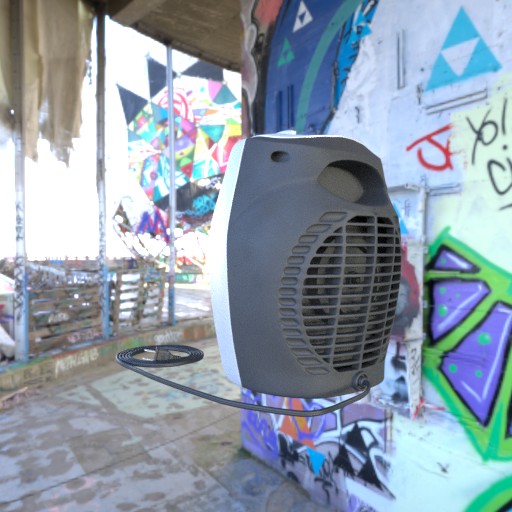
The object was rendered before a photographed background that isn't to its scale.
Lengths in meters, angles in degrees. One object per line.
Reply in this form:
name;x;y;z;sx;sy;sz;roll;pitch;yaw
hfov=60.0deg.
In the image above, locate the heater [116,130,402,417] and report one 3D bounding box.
heater;0.000;0.000;0.476;0.239;0.240;0.291;0;1;-35
